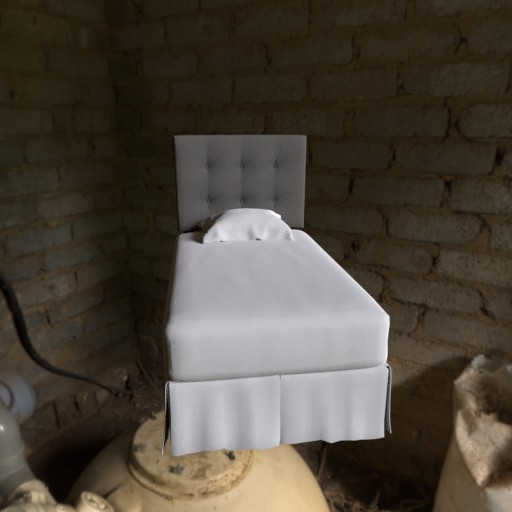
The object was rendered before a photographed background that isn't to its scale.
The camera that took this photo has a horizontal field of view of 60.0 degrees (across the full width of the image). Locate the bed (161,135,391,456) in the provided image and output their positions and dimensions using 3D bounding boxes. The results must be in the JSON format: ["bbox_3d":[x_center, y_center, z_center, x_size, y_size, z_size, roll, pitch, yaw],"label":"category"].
[{"bbox_3d":[0.000,0.000,3.077,1.261,1.571,1.997,-2,17,-8],"label":"bed"}]
